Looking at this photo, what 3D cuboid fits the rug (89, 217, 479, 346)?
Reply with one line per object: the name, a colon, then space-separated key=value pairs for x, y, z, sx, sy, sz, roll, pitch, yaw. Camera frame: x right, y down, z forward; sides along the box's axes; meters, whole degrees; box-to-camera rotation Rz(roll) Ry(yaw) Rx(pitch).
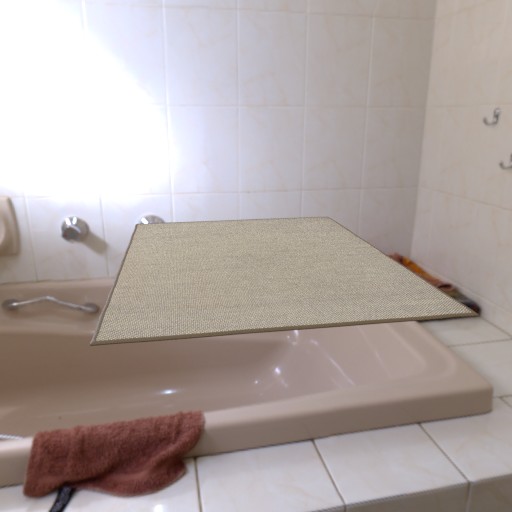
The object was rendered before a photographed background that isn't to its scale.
rug: x=0.000 y=0.000 z=4.087 sx=2.413 sy=0.020 sz=3.041 roll=-3 pitch=17 yaw=-9
